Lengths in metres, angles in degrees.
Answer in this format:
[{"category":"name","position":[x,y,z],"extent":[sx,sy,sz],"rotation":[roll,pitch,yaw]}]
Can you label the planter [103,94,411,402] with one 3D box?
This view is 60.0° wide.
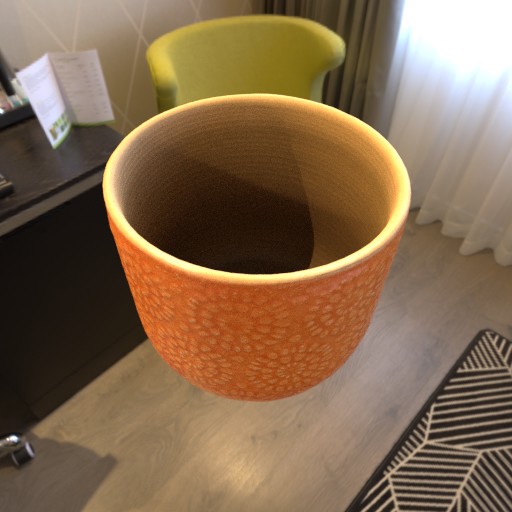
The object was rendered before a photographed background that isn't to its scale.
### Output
[{"category":"planter","position":[0.000,0.000,0.294],"extent":[0.170,0.152,0.170],"rotation":[0,47,0]}]
